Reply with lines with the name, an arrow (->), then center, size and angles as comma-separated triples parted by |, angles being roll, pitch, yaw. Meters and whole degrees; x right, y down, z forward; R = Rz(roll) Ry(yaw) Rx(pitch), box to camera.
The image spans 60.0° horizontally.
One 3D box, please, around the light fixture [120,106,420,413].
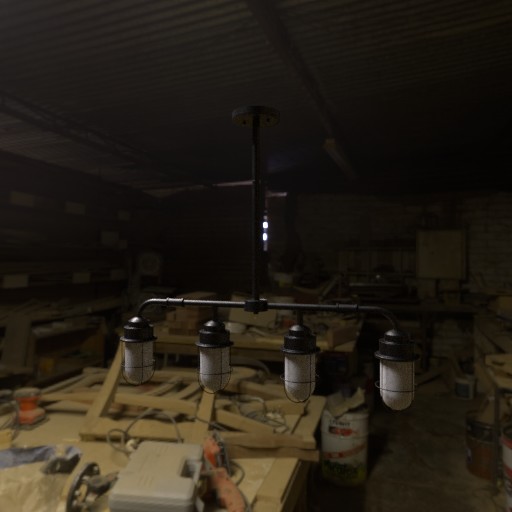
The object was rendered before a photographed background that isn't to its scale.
light fixture -> 0.000, 0.000, 1.224 | 0.852, 0.785, 0.131 | 0, 0, 18
